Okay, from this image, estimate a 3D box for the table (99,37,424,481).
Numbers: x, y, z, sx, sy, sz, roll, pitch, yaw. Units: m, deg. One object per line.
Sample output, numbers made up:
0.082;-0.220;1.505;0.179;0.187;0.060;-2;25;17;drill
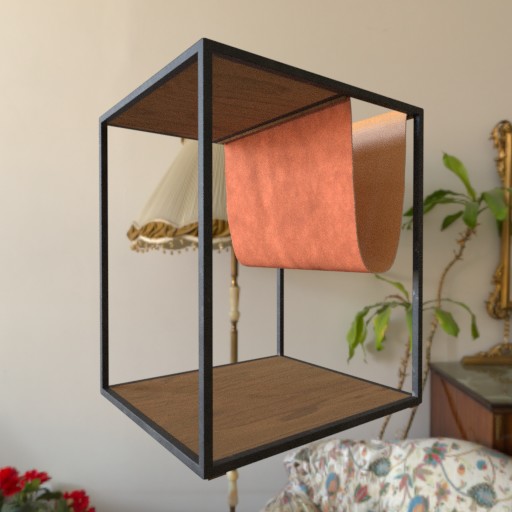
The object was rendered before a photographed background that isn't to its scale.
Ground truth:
0.000;0.000;0.821;0.450;0.536;0.399;-1;1;-36;table
